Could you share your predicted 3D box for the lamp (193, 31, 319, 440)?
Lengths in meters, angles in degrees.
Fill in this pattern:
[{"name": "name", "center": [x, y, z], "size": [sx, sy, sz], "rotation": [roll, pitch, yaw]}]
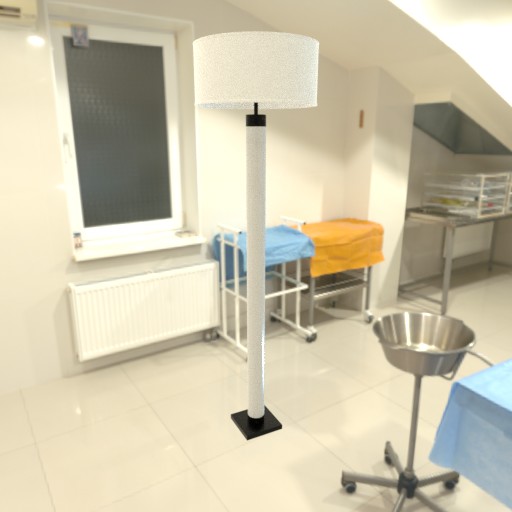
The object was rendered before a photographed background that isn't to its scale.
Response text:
[{"name": "lamp", "center": [0.000, 0.000, 1.672], "size": [0.420, 1.475, 0.420], "rotation": [-8, 17, -26]}]
